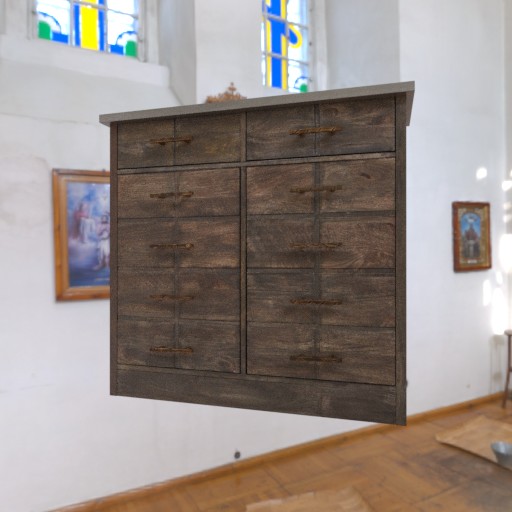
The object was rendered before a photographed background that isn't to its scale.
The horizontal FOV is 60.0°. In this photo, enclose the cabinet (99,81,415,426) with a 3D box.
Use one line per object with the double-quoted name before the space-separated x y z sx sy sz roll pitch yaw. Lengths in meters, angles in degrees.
"cabinet" 0.000 0.000 1.456 0.968 0.919 0.338 0 0 17
